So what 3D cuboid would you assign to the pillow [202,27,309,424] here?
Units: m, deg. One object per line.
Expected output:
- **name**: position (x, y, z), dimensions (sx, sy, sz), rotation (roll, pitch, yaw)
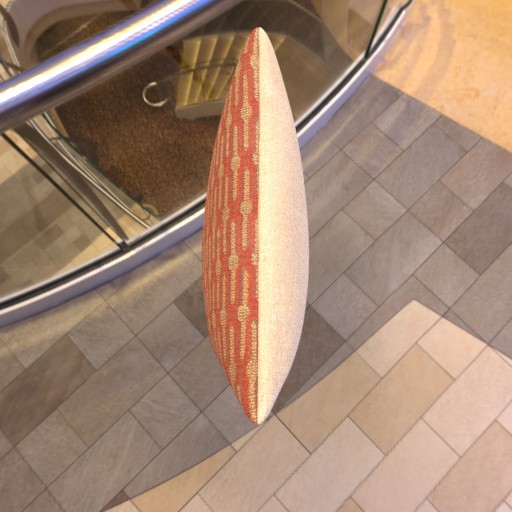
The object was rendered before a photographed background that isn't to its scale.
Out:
- **pillow**: position (0.000, 0.000, 0.771), dimensions (0.182, 0.503, 0.511), rotation (0, 75, 0)
